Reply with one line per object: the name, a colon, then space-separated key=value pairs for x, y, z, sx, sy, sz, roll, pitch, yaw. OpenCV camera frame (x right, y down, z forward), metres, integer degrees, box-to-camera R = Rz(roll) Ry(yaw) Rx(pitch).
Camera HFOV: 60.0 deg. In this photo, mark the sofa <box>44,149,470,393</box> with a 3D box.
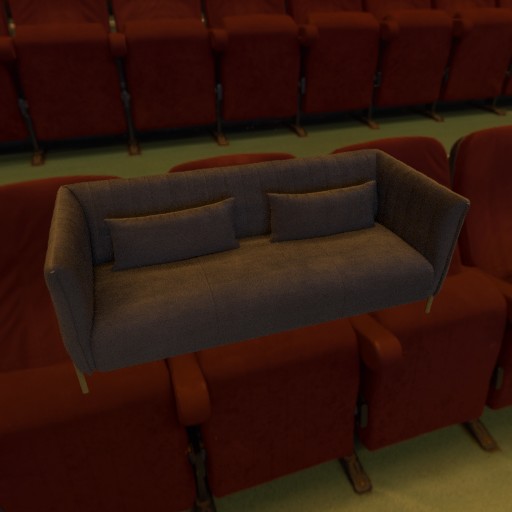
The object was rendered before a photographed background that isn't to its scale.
sofa: x=0.000 y=0.000 z=2.422 sx=1.980 sy=0.780 sz=0.876 roll=-10 pitch=34 yaw=-15
